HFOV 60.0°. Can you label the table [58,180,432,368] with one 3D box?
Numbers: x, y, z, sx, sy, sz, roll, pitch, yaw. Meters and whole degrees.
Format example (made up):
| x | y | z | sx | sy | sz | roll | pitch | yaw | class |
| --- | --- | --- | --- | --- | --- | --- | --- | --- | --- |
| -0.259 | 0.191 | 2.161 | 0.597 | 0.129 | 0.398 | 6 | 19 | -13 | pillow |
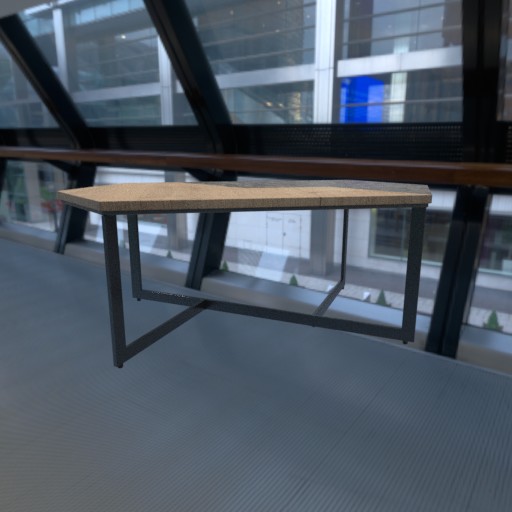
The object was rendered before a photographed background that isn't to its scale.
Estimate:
| x | y | z | sx | sy | sz | roll | pitch | yaw | class |
| --- | --- | --- | --- | --- | --- | --- | --- | --- | --- |
| 0.000 | 0.000 | 1.500 | 1.219 | 0.457 | 0.609 | -2 | 14 | -10 | table |
